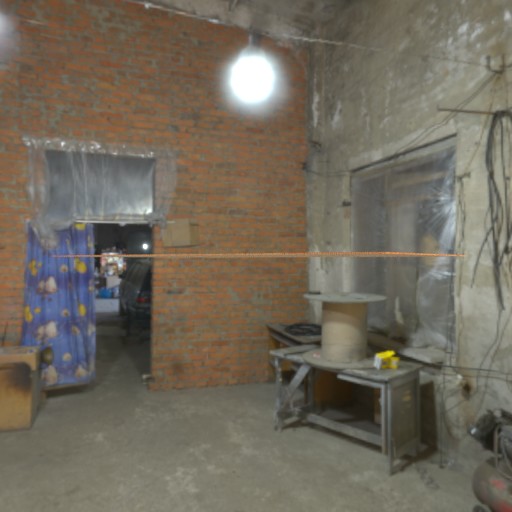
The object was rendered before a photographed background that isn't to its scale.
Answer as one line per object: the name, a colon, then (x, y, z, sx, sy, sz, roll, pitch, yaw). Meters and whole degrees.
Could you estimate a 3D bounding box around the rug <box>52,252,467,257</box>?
rug: (0.000, 0.000, 2.929, 2.285, 0.006, 1.524, 0, -1, 36)
